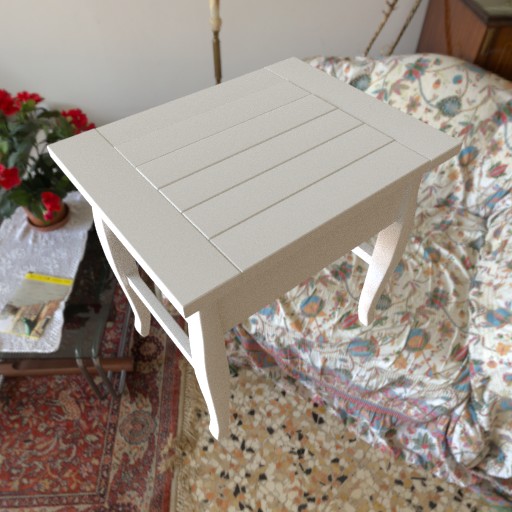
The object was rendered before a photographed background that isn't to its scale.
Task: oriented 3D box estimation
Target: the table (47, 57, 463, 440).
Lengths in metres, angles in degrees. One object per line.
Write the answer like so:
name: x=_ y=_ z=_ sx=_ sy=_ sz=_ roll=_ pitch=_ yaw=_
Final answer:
table: x=0.000 y=0.000 z=1.024 sx=0.599 sy=0.605 sz=0.463 roll=-30 pitch=54 yaw=-25
